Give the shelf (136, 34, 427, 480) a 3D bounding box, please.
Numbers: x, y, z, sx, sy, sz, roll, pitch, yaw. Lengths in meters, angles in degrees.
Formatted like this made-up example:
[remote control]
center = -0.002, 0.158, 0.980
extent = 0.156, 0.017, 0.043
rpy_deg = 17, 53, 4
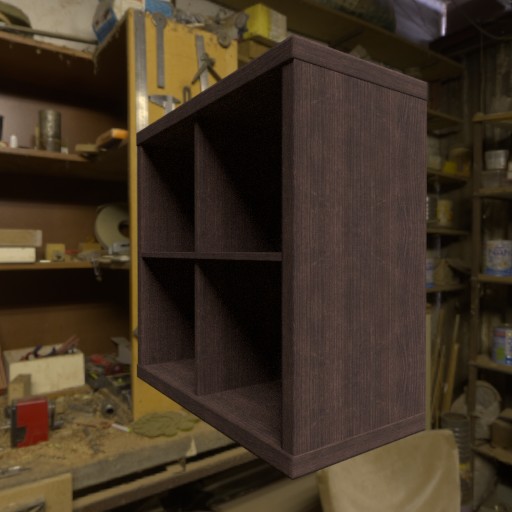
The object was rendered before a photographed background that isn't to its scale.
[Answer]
[shelf]
center = 0.000, 0.000, 1.217
extent = 0.390, 0.786, 0.790
rpy_deg = 0, 1, -35
